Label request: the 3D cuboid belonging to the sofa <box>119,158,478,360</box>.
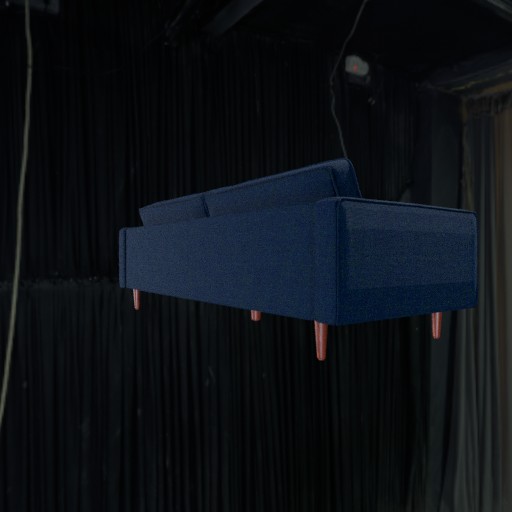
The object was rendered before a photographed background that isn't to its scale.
[{"bbox_3d":[0.000,0.000,2.614,0.914,0.762,2.210,0,0,-36],"label":"sofa"}]
